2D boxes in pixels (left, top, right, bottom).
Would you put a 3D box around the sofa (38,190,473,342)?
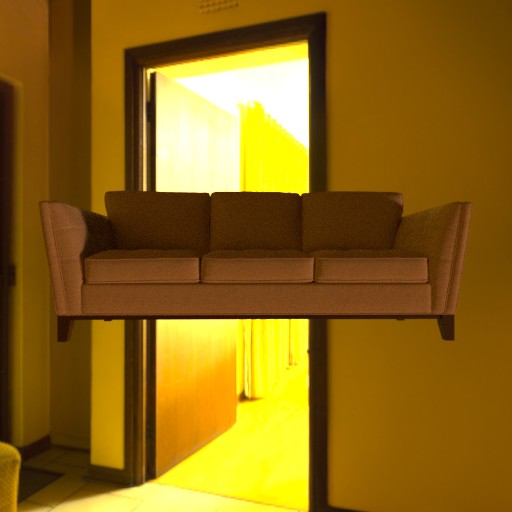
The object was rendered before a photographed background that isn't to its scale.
[{"bbox_3d":[0.000,0.000,2.899,2.388,0.940,0.965,0,0,-1],"label":"sofa"}]
